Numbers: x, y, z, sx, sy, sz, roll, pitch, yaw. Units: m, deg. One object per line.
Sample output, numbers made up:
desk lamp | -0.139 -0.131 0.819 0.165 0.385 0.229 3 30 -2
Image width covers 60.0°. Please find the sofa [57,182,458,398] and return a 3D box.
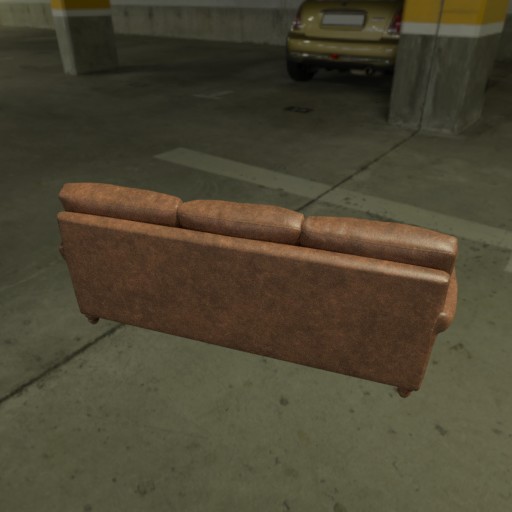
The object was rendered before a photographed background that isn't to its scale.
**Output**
sofa | 0.000 0.000 2.840 2.351 0.977 0.973 10 32 16
